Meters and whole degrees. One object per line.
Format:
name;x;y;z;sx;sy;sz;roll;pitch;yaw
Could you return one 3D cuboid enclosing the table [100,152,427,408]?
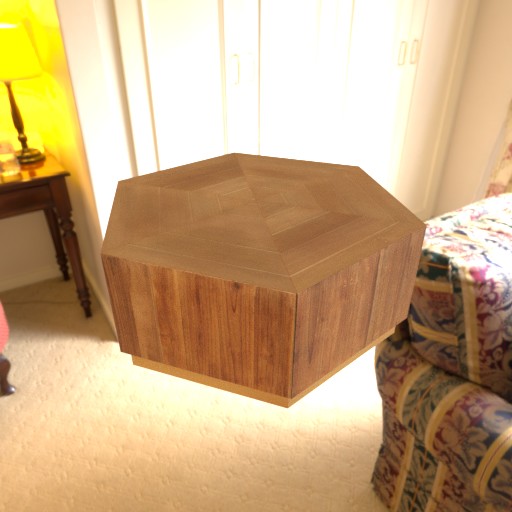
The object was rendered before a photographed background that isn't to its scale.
table;0.000;0.000;1.691;1.154;0.456;1.000;10;32;17
